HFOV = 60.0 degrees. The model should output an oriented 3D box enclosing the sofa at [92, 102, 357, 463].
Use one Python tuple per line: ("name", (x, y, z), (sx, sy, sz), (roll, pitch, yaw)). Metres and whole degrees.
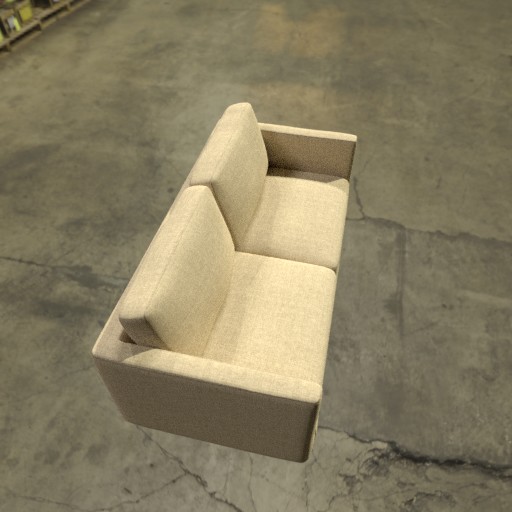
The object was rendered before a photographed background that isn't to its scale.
("sofa", (0.000, 0.000, 2.488), (0.950, 0.963, 1.884), (10, 48, 9))
